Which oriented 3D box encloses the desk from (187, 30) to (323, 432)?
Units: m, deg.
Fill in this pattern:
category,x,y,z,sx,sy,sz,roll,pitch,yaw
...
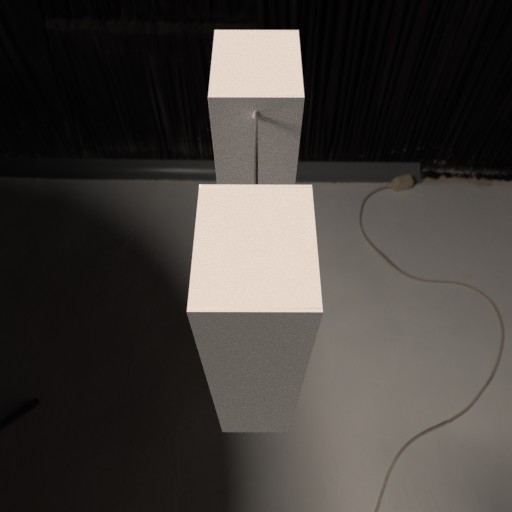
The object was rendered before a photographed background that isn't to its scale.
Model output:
category,x,y,z,sx,sy,sz,roll,pitch,yaw
desk,0.000,0.000,2.879,0.480,2.000,1.770,0,57,0
